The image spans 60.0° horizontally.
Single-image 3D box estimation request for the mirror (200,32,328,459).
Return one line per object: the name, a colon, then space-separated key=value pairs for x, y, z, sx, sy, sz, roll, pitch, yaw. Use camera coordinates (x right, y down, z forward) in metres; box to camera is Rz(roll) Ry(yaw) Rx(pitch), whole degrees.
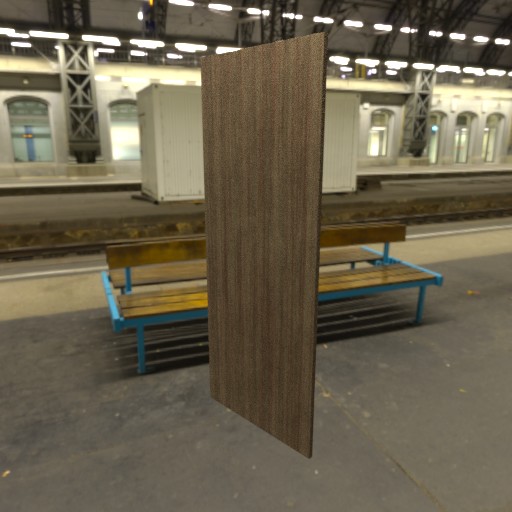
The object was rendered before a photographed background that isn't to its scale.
mirror: x=0.000 y=0.000 z=2.340 sx=0.025 sy=2.032 sz=0.812 roll=-14 pitch=20 yaw=-43
